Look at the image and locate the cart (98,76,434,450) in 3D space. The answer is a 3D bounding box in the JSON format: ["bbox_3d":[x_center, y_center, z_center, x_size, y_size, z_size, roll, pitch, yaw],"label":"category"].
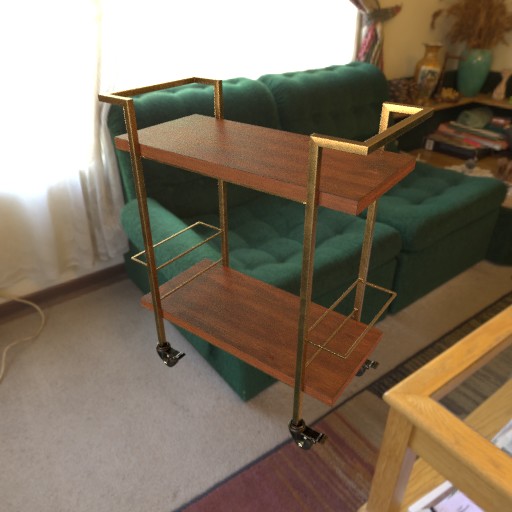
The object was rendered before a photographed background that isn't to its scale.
[{"bbox_3d":[0.000,0.000,1.194,0.695,0.807,0.364,21,37,31],"label":"cart"}]
